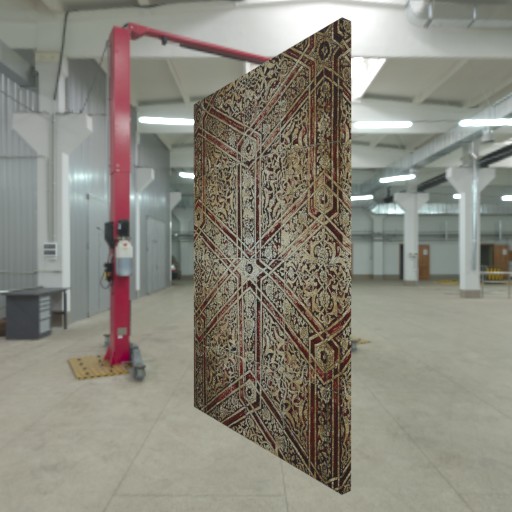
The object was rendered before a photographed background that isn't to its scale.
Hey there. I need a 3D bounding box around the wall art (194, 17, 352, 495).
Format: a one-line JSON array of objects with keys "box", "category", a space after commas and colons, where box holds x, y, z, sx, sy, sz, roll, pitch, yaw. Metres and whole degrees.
[{"box": [0.000, 0.000, 1.091, 0.030, 0.904, 0.599, 0, 0, -36], "category": "wall art"}]
